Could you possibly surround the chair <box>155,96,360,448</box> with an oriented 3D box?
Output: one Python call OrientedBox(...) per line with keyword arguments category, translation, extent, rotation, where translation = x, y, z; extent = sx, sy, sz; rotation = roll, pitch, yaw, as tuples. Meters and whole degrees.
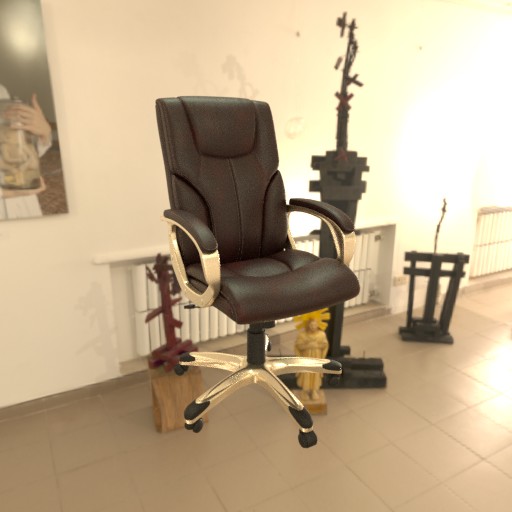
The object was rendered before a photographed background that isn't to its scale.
OrientedBox(category="chair", translation=(0.000, 0.000, 1.577), extent=(0.662, 1.107, 0.739), rotation=(-9, 18, -28))
